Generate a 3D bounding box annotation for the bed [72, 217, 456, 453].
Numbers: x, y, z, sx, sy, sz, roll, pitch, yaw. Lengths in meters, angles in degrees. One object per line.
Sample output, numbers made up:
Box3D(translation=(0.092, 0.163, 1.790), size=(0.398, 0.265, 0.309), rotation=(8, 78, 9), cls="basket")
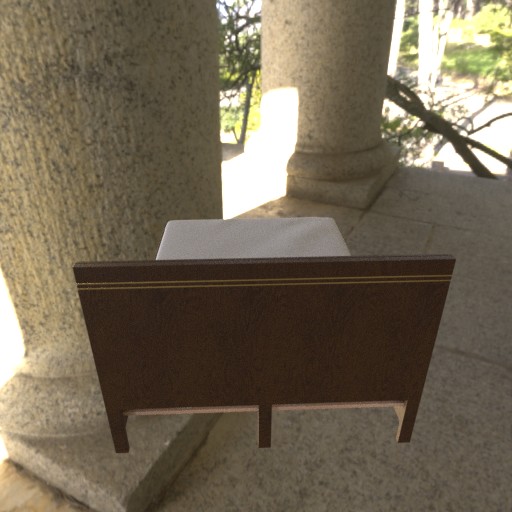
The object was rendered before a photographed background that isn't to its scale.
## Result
Box3D(translation=(0.000, 0.000, 3.111), size=(1.613, 1.169, 2.221), rotation=(-1, 29, -2), cls="bed")
